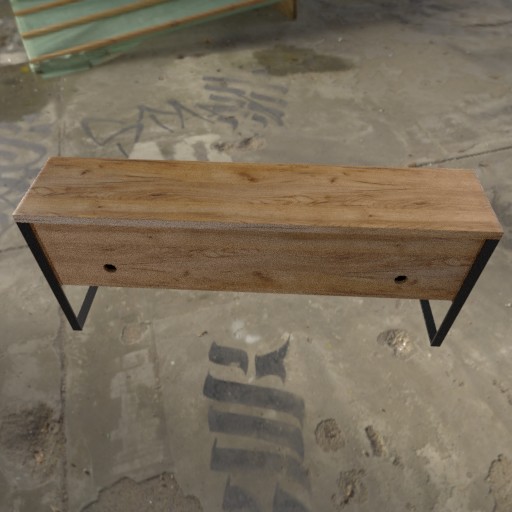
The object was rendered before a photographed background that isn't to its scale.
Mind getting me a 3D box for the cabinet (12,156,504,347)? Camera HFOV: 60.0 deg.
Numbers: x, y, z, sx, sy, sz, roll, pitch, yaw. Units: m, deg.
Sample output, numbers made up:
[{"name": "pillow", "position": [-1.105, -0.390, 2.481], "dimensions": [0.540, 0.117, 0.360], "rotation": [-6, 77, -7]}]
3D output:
[{"name": "cabinet", "position": [0.000, 0.000, 2.031], "dimensions": [1.800, 0.762, 0.395], "rotation": [2, 47, 2]}]
